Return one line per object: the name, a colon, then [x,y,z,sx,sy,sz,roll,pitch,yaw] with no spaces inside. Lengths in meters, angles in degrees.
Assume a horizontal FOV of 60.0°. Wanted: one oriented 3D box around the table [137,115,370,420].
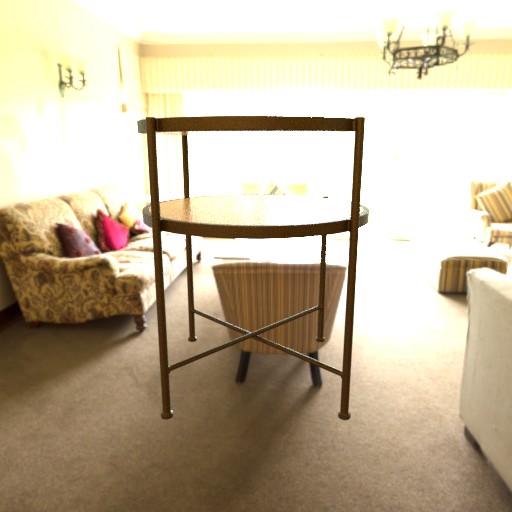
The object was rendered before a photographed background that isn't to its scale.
table: [0.000,0.000,1.182,0.628,0.684,0.629,-14,20,-43]
